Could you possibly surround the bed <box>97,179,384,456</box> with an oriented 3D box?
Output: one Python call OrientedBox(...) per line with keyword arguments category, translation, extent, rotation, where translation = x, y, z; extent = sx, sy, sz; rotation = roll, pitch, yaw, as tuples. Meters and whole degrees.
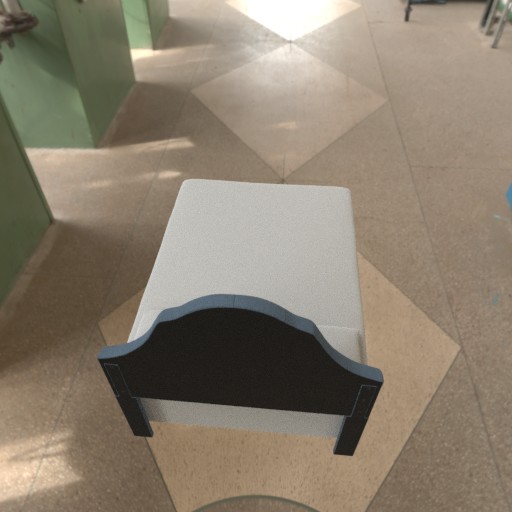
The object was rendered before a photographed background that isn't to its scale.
OrientedBox(category="bed", translation=(0.000, 0.000, 3.252), extent=(1.636, 1.575, 2.155), rotation=(4, 46, 4))
